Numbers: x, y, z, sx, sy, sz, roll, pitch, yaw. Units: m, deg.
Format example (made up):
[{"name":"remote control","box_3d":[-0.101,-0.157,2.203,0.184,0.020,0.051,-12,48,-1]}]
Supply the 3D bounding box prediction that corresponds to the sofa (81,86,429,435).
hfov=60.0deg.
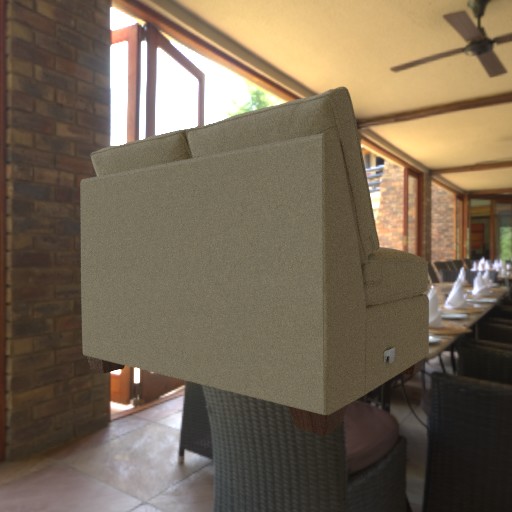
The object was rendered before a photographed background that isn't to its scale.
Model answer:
[{"name":"sofa","box_3d":[0.000,0.000,1.943,1.237,1.008,0.951,0,0,38]}]
